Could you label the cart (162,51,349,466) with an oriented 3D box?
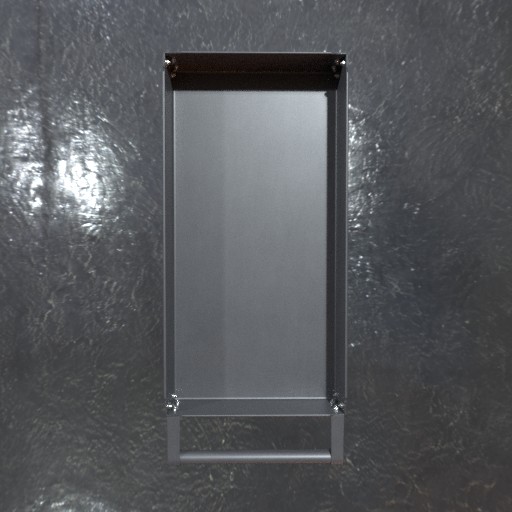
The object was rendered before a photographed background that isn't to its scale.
[{"bbox_3d":[0.000,0.000,1.171,0.366,0.719,0.779,0,91,-1],"label":"cart"}]
